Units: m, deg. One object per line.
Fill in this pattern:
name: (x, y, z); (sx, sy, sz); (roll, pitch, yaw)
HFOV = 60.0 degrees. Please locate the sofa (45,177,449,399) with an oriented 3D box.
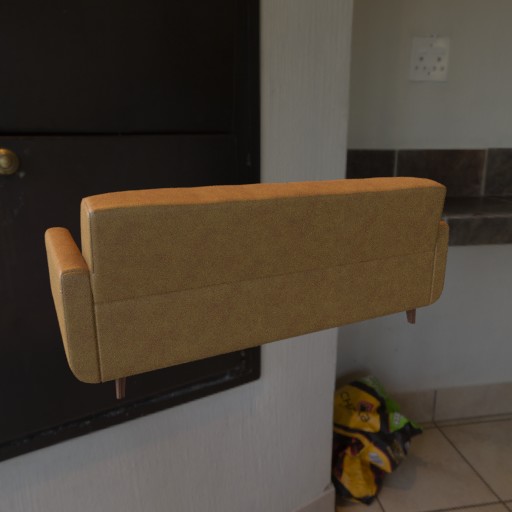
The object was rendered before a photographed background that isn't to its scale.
sofa: (0.000, 0.000, 2.549); (2.137, 0.892, 0.980); (-8, 16, -27)
